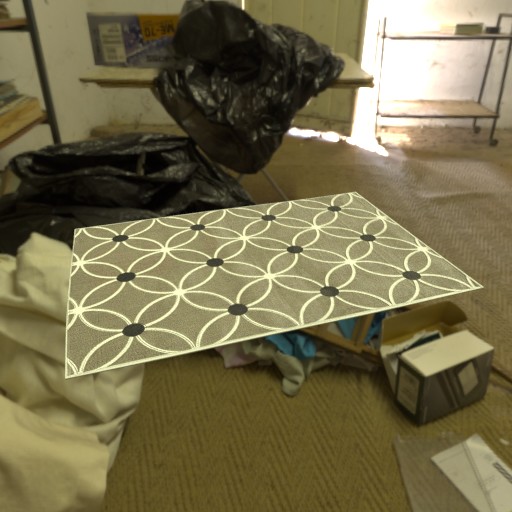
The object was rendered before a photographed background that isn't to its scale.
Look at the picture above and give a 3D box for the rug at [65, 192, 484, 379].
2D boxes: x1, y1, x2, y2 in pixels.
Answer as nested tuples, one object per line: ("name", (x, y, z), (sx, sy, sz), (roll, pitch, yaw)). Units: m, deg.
("rug", (0.000, 0.000, 2.873), (2.284, 0.008, 1.522), (-9, 32, -15))
